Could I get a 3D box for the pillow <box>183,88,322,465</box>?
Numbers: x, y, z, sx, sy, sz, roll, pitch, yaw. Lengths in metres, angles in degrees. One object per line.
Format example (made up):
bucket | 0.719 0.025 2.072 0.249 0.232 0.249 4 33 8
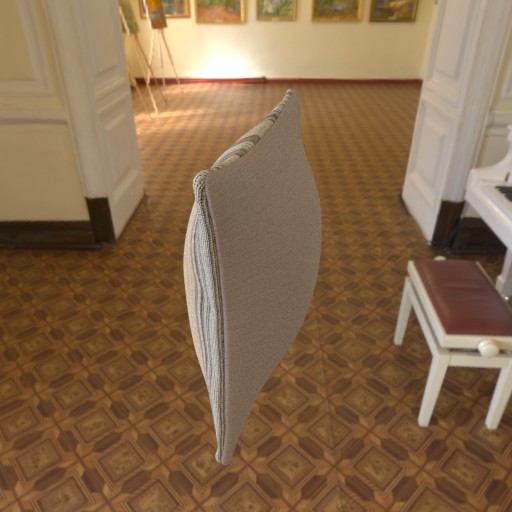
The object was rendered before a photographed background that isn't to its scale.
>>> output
pillow | 0.000 0.000 0.676 0.189 0.416 0.435 8 32 13
